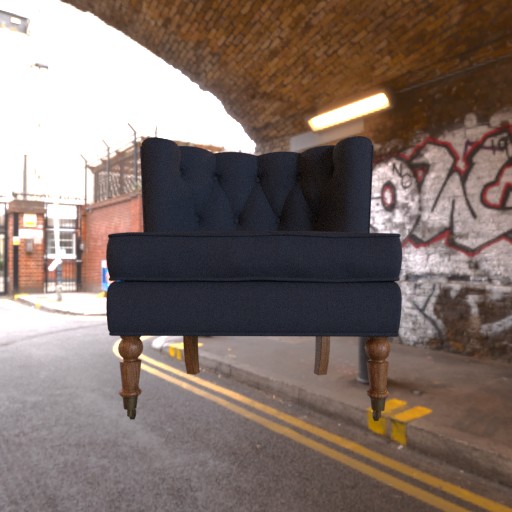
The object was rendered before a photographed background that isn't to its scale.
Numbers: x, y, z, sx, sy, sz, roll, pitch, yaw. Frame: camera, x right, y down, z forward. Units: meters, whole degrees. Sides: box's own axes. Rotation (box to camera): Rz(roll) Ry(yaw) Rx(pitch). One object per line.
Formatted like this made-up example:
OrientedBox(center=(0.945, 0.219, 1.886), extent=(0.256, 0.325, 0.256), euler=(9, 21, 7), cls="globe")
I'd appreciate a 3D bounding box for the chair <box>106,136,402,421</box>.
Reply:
OrientedBox(center=(0.000, 0.000, 1.338), extent=(0.740, 0.771, 0.718), euler=(0, -1, 1), cls="chair")
